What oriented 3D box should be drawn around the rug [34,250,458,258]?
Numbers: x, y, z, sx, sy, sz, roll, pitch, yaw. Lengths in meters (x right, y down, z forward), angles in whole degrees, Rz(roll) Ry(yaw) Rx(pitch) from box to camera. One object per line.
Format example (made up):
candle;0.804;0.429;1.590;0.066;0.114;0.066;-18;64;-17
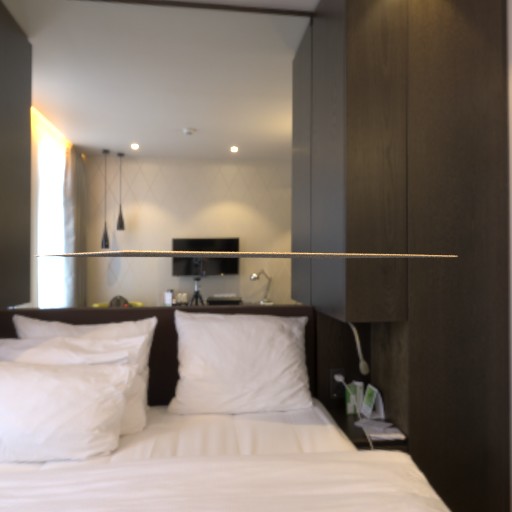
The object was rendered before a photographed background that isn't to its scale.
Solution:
rug;0.000;0.000;2.985;2.435;0.012;1.529;1;-1;-38
